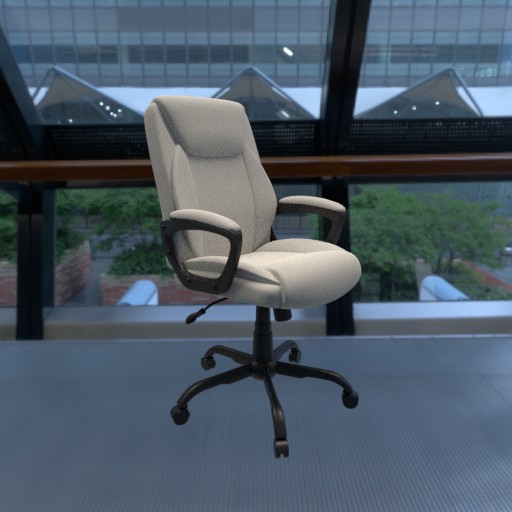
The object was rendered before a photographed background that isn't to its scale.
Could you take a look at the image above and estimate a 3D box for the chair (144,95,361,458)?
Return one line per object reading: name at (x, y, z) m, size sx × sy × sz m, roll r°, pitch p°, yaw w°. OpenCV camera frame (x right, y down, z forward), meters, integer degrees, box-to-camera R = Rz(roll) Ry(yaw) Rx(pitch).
chair at (0.000, 0.000, 1.519) m, size 0.669 × 1.065 × 0.663 m, roll 14°, pitch 19°, yaw 43°
